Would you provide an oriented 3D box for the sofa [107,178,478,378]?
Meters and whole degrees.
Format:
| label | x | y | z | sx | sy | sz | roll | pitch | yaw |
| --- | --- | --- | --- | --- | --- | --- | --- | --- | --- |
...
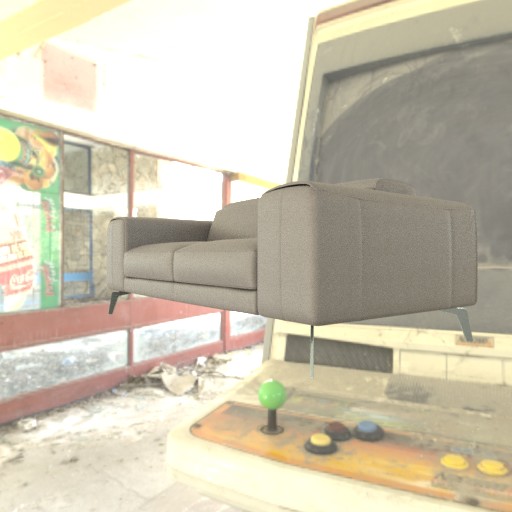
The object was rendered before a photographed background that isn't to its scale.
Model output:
| label | x | y | z | sx | sy | sz | roll | pitch | yaw |
| --- | --- | --- | --- | --- | --- | --- | --- | --- | --- |
| sofa | 0.000 | 0.000 | 2.408 | 1.024 | 0.753 | 1.930 | 0 | 0 | -37 |
